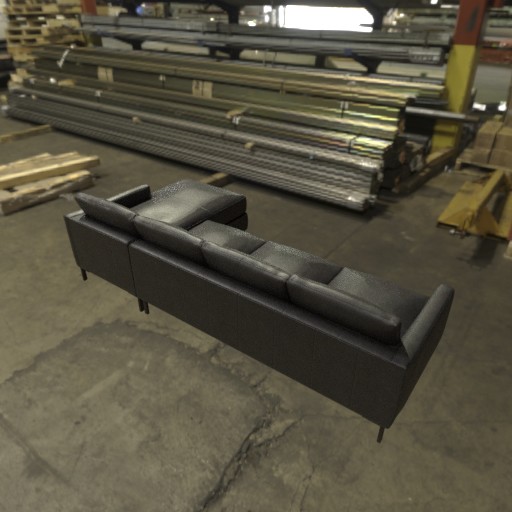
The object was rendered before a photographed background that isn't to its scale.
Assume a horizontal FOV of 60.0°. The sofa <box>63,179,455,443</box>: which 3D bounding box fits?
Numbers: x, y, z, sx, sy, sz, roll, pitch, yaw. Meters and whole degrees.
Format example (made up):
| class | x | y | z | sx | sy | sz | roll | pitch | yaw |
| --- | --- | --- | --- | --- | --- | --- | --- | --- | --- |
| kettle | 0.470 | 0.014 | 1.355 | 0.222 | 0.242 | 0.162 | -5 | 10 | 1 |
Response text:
| class | x | y | z | sx | sy | sz | roll | pitch | yaw |
| --- | --- | --- | --- | --- | --- | --- | --- | --- | --- |
| sofa | 0.000 | 0.000 | 3.603 | 2.993 | 0.859 | 1.471 | 21 | 37 | 30 |
